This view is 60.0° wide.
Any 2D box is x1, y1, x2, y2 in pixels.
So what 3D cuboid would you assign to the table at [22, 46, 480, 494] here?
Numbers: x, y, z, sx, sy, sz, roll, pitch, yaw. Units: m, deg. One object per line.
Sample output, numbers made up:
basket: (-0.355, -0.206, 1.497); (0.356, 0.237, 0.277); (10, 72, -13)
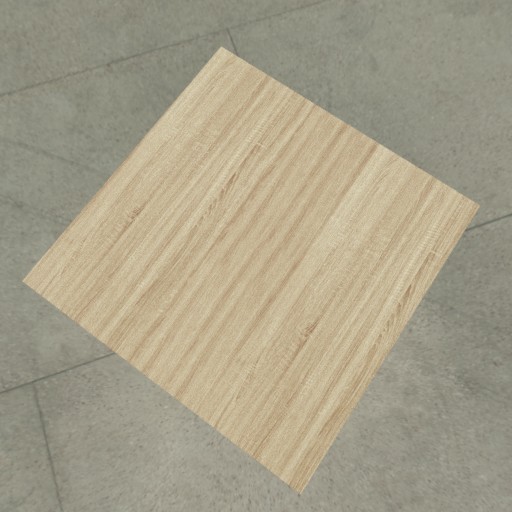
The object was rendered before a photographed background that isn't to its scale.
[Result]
table: (0.000, 0.000, 1.348); (0.890, 0.305, 0.890); (34, 79, 8)
